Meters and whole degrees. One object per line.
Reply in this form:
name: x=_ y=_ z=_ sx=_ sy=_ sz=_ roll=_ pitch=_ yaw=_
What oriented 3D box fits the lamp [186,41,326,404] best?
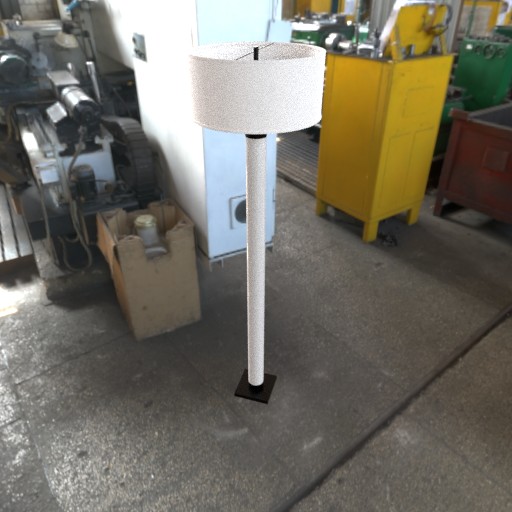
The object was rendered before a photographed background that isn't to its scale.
lamp: x=0.000 y=0.000 z=1.715 sx=0.420 sy=1.475 sz=0.420 roll=9 pitch=33 yaw=14
